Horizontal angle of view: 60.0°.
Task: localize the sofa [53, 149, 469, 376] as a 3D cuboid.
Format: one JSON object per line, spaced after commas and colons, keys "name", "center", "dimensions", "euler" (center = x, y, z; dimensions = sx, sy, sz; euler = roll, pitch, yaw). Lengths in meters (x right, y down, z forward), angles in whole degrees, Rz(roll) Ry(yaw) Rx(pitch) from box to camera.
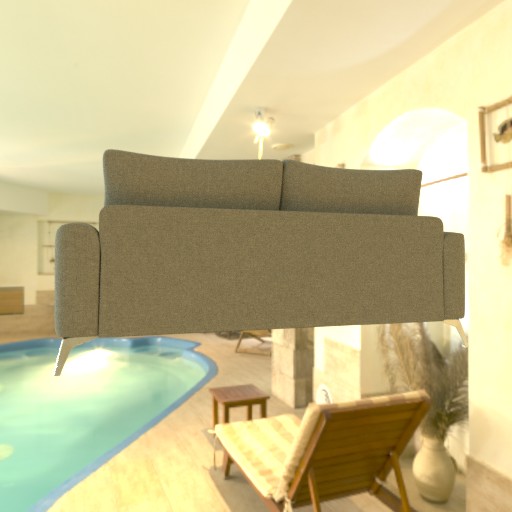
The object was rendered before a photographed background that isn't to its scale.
{"name": "sofa", "center": [0.000, 0.000, 2.088], "dimensions": [1.650, 0.790, 0.920], "euler": [0, -1, -17]}
